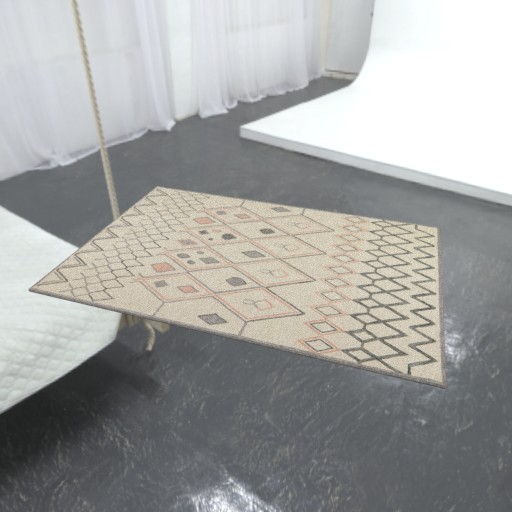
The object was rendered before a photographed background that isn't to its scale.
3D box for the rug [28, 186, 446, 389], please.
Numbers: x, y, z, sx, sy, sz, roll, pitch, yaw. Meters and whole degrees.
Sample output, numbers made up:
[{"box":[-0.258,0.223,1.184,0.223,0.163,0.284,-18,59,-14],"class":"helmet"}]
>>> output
[{"box":[0.000,0.000,2.303,1.829,0.016,1.219,10,34,15],"class":"rug"}]
